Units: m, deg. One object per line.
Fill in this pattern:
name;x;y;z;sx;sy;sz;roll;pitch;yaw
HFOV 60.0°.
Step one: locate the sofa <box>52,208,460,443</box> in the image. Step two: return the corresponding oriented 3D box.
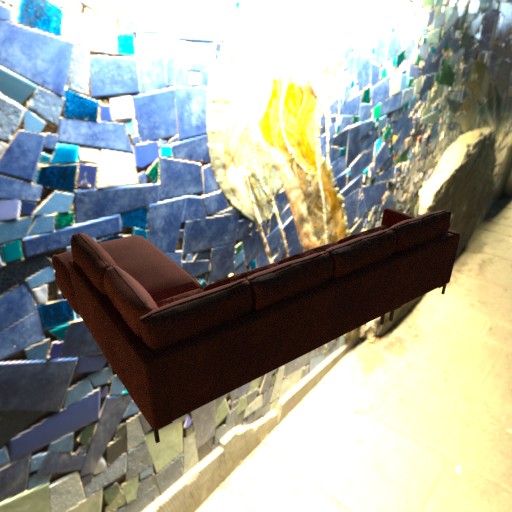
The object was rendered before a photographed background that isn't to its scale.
sofa;0.000;0.000;3.589;2.736;0.757;1.879;-18;32;-31
